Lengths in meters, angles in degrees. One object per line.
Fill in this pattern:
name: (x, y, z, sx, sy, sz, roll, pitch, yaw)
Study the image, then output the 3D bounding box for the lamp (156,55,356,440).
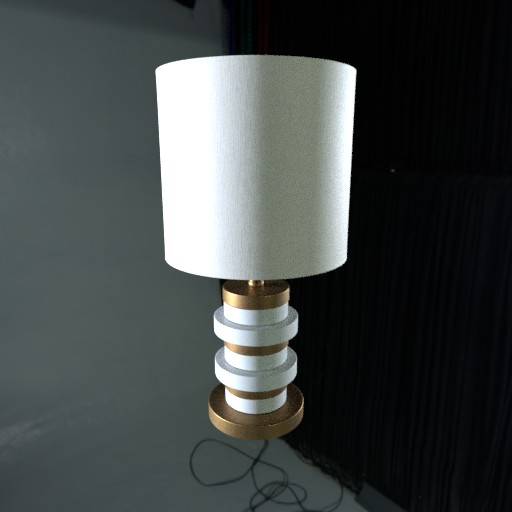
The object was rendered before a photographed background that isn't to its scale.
lamp: (0.000, 0.000, 0.523, 0.210, 0.410, 0.210, -13, 19, -42)
